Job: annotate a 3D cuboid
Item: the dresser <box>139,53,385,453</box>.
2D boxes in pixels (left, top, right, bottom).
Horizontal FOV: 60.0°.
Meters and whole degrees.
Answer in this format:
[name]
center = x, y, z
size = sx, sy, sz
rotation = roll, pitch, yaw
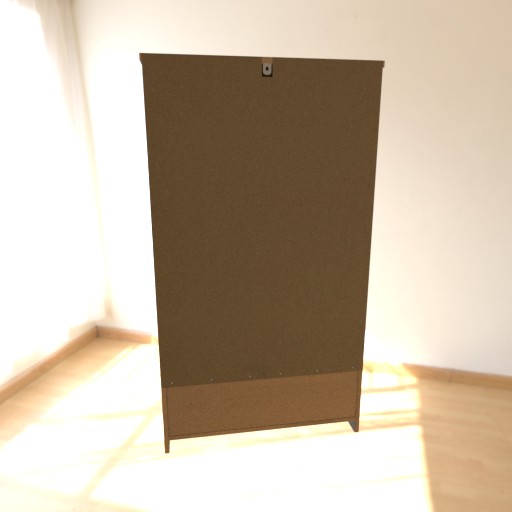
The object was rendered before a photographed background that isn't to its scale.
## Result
[dresser]
center = 0.000, 0.000, 1.589
size = 0.704, 1.255, 0.399
rotation = -2, 15, -9
